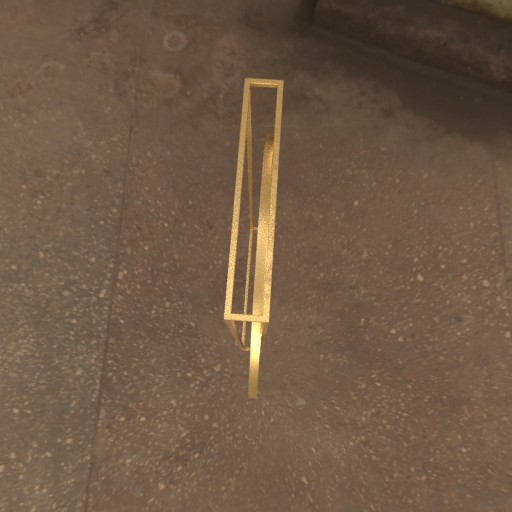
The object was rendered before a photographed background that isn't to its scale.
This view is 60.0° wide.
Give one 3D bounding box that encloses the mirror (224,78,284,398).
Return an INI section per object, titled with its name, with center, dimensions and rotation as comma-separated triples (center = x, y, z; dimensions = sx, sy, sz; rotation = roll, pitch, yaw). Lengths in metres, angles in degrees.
[mirror]
center = 0.000, 0.000, 0.827
dimensions = 0.051, 0.603, 0.508
rotation = 4, 75, 1
